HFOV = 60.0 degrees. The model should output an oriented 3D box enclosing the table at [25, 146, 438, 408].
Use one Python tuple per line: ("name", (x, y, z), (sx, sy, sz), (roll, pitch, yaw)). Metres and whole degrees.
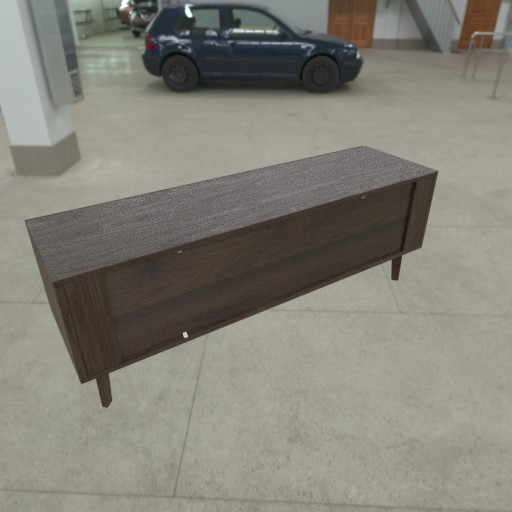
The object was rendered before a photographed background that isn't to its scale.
("table", (0.000, 0.000, 1.640), (1.397, 0.508, 0.405), (-18, 35, -28))
